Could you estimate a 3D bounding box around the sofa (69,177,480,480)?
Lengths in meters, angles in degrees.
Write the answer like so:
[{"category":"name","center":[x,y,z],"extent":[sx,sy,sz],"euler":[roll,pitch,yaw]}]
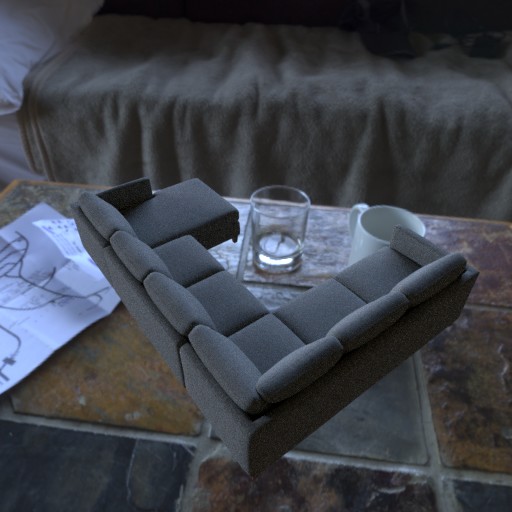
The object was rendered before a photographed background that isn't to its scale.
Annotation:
[{"category":"sofa","center":[0.000,0.000,4.430],"extent":[2.551,0.853,3.238],"euler":[-27,48,-27]}]
